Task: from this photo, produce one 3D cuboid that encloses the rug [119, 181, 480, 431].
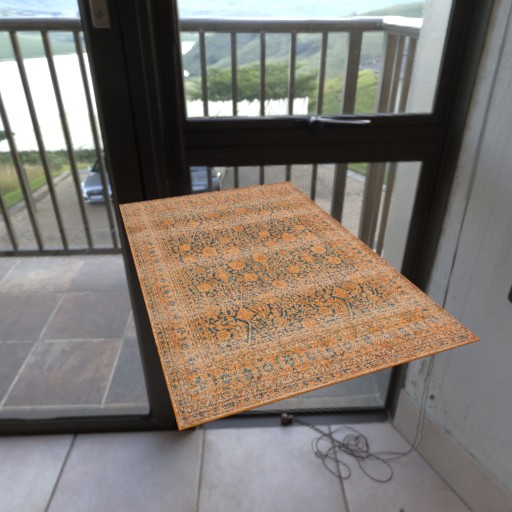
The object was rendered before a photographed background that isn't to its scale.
[{"bbox_3d":[0.000,0.000,2.930,1.525,0.007,2.336,-11,32,-18],"label":"rug"}]
